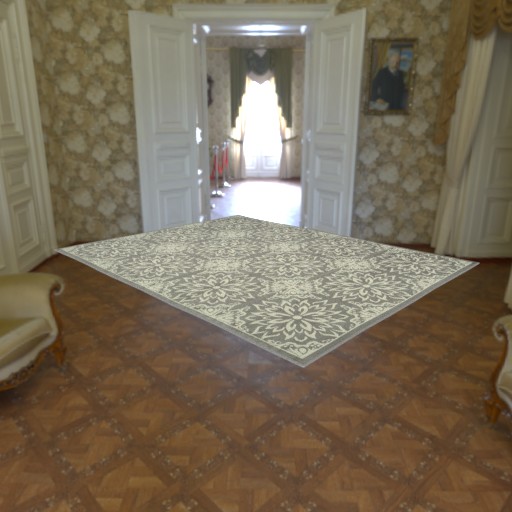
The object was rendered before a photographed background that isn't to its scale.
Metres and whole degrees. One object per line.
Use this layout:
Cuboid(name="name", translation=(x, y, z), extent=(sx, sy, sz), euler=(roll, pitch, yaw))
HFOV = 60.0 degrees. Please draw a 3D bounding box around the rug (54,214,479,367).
Cuboid(name="rug", translation=(0.000, 0.000, 3.945), extent=(2.980, 0.012, 2.363), euler=(16, 23, 42))
